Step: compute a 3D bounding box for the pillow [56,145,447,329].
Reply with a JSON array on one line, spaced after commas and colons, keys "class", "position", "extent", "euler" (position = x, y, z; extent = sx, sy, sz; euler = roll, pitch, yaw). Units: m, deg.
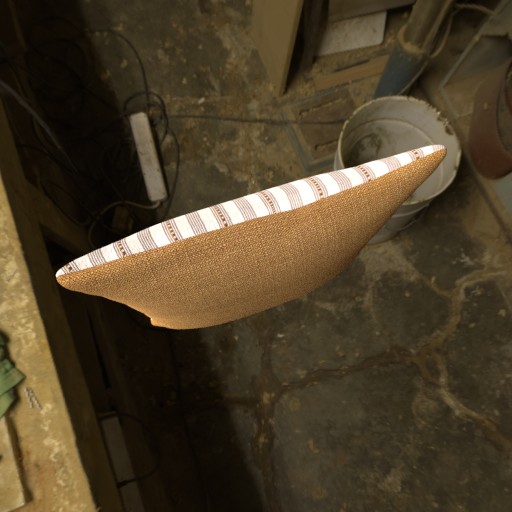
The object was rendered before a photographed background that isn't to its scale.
[{"class": "pillow", "position": [0.000, 0.000, 0.666], "extent": [0.432, 0.437, 0.147], "euler": [-20, 77, -5]}]
